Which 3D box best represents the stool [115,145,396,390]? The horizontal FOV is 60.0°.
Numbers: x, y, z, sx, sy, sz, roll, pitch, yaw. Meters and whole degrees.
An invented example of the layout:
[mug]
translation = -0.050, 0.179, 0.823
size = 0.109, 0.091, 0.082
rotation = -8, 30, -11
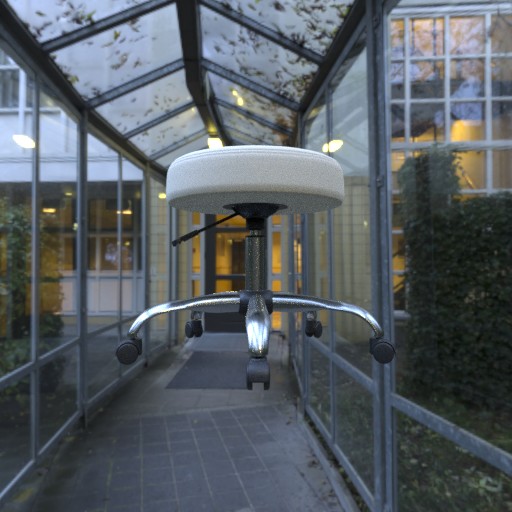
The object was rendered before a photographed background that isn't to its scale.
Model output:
[stool]
translation = 0.000, 0.000, 1.067
size = 0.634, 0.482, 0.614
rotation = 0, -1, -1
